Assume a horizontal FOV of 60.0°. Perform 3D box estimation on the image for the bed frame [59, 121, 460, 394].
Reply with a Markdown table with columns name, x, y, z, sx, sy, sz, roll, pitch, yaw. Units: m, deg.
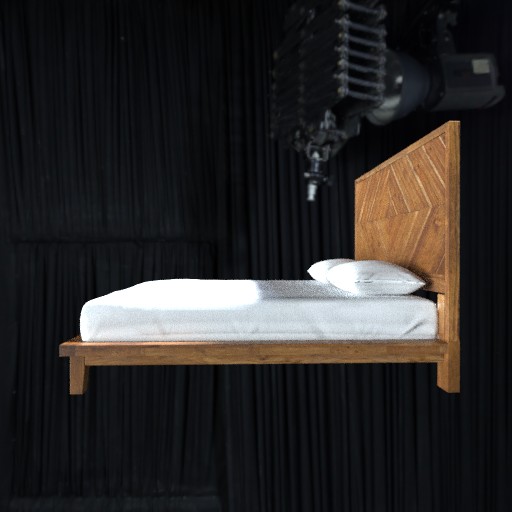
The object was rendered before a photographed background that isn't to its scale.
| name | x | y | z | sx | sy | sz | roll | pitch | yaw |
| --- | --- | --- | --- | --- | --- | --- | --- | --- | --- |
| bed frame | 0.000 | 0.000 | 3.486 | 2.235 | 1.537 | 2.038 | 0 | 0 | -2 |
